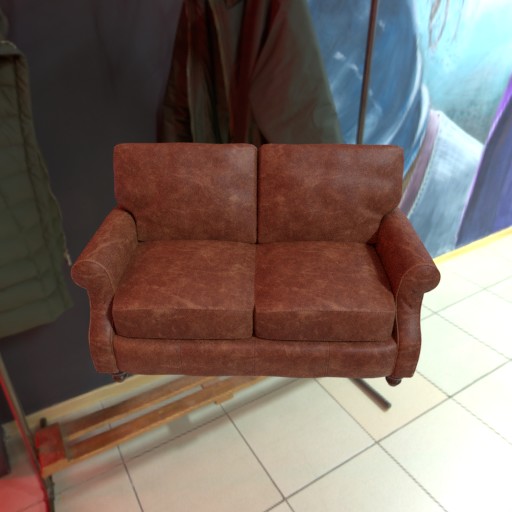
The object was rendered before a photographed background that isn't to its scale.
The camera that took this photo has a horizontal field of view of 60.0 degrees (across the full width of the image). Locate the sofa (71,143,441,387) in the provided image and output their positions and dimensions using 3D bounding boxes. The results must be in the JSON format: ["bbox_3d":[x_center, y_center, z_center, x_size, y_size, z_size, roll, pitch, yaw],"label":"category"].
[{"bbox_3d":[0.000,0.000,2.246,1.616,0.967,0.990,1,30,1],"label":"sofa"}]
